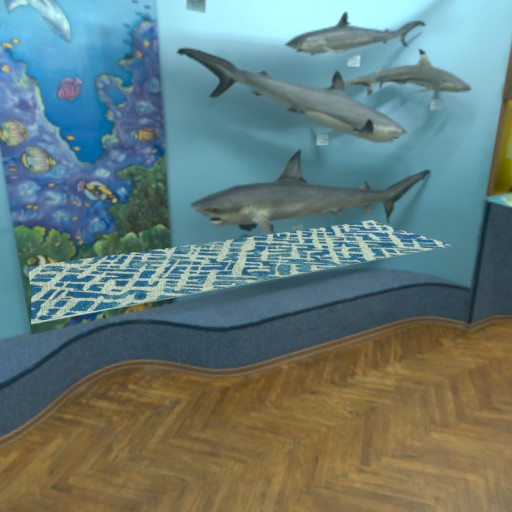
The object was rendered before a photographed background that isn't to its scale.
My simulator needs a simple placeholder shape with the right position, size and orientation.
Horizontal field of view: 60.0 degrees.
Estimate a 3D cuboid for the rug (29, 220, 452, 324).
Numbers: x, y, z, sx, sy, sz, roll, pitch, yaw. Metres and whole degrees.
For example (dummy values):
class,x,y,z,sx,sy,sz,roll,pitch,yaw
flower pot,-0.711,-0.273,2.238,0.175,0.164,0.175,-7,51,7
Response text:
class,x,y,z,sx,sy,sz,roll,pitch,yaw
rug,0.000,0.000,2.661,2.446,0.011,0.768,-9,20,-25
